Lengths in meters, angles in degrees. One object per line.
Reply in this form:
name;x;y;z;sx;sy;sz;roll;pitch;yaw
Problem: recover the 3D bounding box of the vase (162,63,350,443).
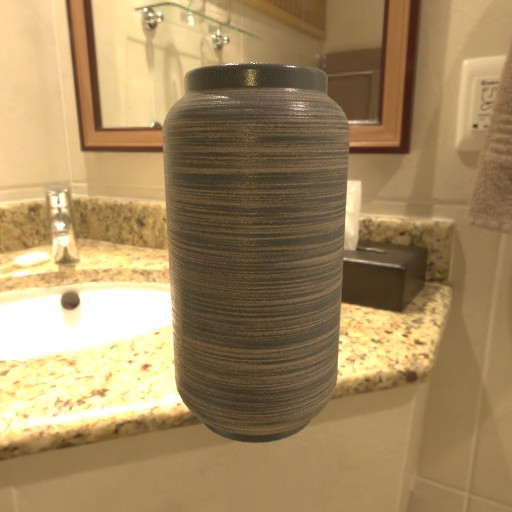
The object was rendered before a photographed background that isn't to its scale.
vase;0.000;0.000;0.300;0.116;0.230;0.116;0;15;0
